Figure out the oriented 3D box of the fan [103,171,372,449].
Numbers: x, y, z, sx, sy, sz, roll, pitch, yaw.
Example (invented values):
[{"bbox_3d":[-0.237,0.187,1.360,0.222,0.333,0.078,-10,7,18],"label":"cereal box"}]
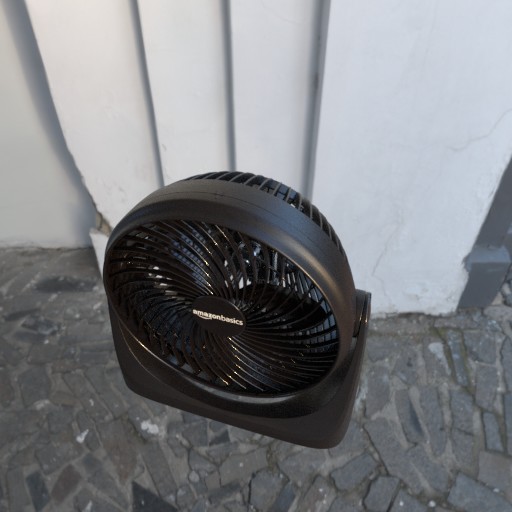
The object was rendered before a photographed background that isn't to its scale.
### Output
[{"bbox_3d":[0.000,0.000,0.491,0.273,0.277,0.256,12,42,13],"label":"fan"}]
